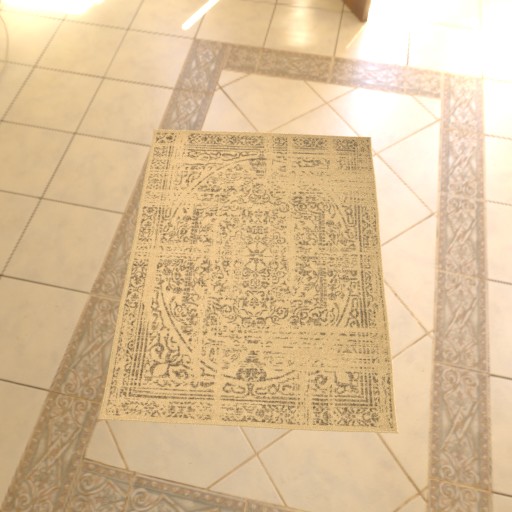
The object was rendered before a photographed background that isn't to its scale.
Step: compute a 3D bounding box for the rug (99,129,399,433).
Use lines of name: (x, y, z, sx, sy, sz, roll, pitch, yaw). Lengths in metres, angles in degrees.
rug: (0.000, 0.000, 4.031, 2.311, 0.032, 2.921, 2, 64, 1)
